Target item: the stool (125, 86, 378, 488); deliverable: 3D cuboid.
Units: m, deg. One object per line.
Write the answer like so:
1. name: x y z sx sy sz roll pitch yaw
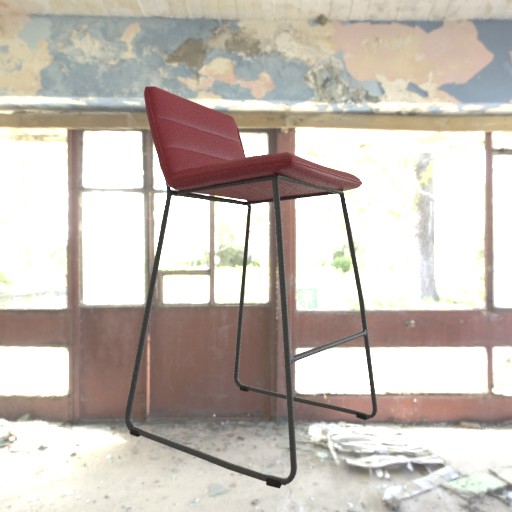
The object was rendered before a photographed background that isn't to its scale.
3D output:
1. stool: 0.000 0.000 1.219 0.524 0.937 0.489 0 1 36
